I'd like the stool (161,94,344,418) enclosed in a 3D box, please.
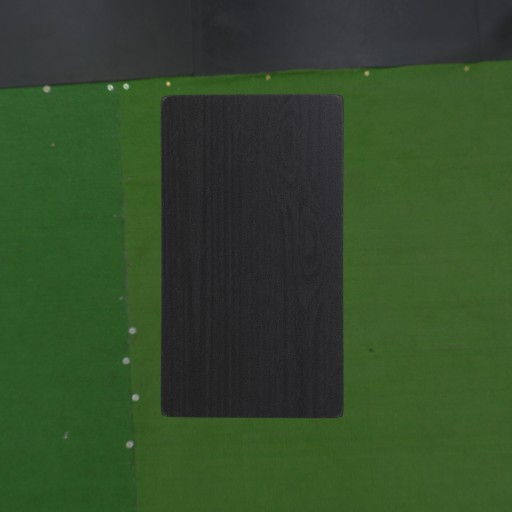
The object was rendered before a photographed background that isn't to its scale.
[{"bbox_3d":[0.000,0.000,0.858,0.322,0.610,0.406,0,90,1],"label":"stool"}]
